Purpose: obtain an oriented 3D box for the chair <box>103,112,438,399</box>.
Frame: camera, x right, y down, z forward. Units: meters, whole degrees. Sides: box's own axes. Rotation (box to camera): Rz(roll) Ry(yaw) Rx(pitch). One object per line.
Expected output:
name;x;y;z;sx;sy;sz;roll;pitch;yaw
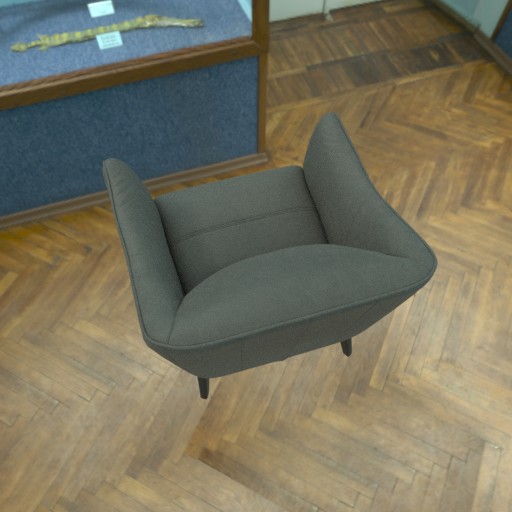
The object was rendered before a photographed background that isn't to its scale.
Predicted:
chair;0.000;0.000;1.534;0.871;0.830;0.852;-14;60;-8
